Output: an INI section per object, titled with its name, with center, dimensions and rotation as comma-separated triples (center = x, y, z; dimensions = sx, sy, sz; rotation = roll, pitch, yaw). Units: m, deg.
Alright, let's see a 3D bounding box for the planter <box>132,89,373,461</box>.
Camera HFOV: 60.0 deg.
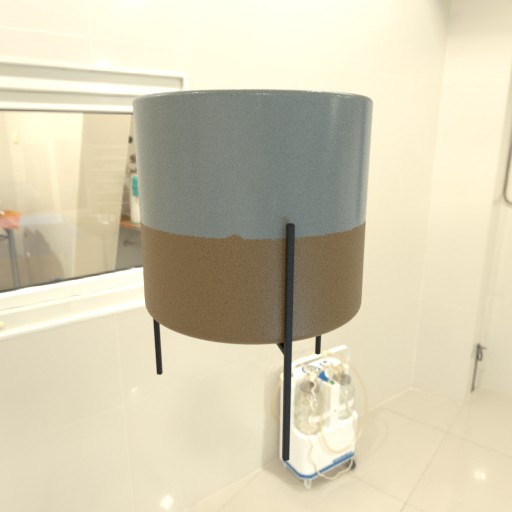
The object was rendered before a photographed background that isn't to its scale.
[planter]
center = 0.000, 0.000, 0.720
dimensions = 0.360, 0.480, 0.348
rotation = -15, 21, -43
